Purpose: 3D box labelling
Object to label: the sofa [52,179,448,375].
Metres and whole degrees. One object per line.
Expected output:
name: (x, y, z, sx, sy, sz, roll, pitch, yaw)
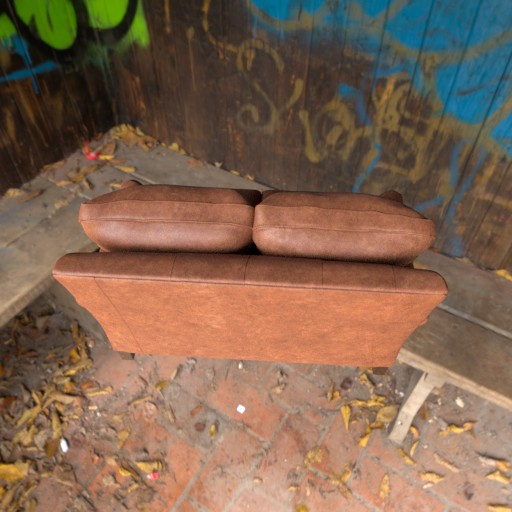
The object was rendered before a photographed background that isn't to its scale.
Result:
sofa: (0.000, 0.000, 2.222, 1.527, 1.004, 1.077, 3, 47, 3)
